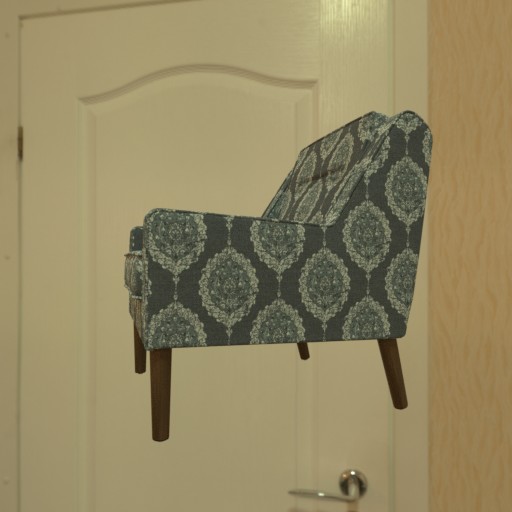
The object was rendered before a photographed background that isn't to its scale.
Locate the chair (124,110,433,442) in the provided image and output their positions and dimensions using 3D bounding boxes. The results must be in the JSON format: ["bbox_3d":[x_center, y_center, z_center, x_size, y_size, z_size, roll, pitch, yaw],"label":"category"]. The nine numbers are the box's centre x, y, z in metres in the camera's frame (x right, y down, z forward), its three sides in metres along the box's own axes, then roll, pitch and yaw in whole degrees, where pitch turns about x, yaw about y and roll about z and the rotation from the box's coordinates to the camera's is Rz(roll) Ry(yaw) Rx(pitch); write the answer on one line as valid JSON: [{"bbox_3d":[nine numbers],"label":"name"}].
[{"bbox_3d":[0.000,0.000,1.326,0.743,0.792,0.663,0,0,-19],"label":"chair"}]
